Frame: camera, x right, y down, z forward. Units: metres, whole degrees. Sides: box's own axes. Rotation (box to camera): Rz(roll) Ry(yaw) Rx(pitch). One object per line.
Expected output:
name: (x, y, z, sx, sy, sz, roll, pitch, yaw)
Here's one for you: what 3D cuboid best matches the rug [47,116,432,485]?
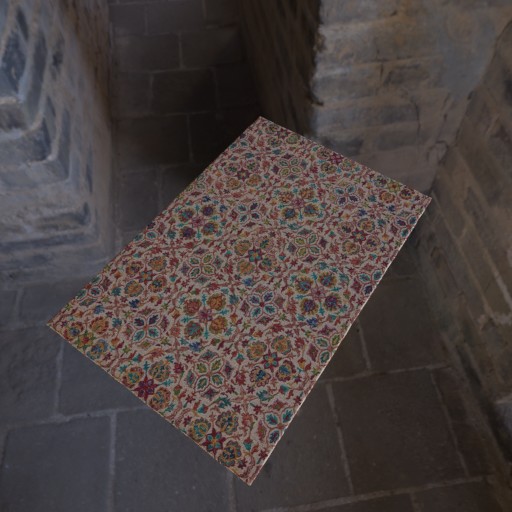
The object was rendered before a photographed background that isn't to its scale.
rug: (0.000, 0.000, 2.988, 1.541, 0.018, 2.297, 31, 63, 18)
